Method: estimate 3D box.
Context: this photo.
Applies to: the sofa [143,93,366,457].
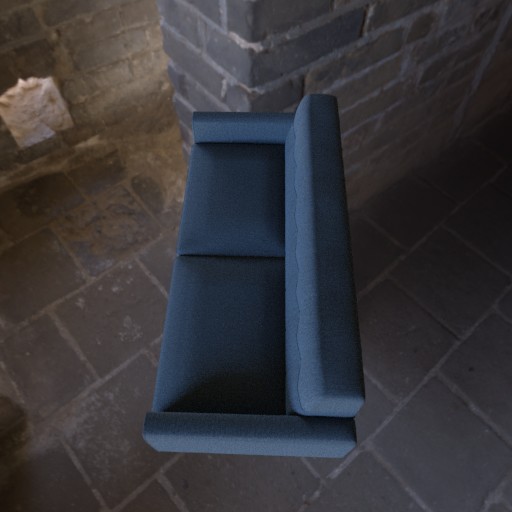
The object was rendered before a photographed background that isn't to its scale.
[{"bbox_3d":[0.000,0.000,2.547,0.942,0.884,2.055,2,58,1],"label":"sofa"}]
